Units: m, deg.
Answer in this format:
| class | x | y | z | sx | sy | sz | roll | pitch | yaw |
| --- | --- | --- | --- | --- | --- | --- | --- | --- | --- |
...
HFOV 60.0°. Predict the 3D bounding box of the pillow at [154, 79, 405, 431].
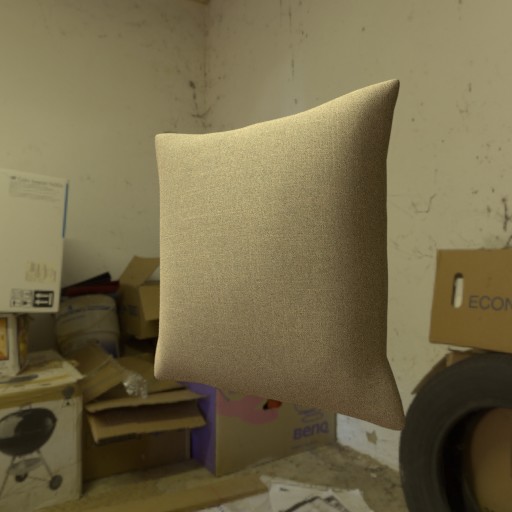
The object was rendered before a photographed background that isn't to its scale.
| class | x | y | z | sx | sy | sz | roll | pitch | yaw |
| --- | --- | --- | --- | --- | --- | --- | --- | --- | --- |
| pillow | 0.000 | 0.000 | 0.778 | 0.512 | 0.506 | 0.178 | -1 | -1 | 34 |
